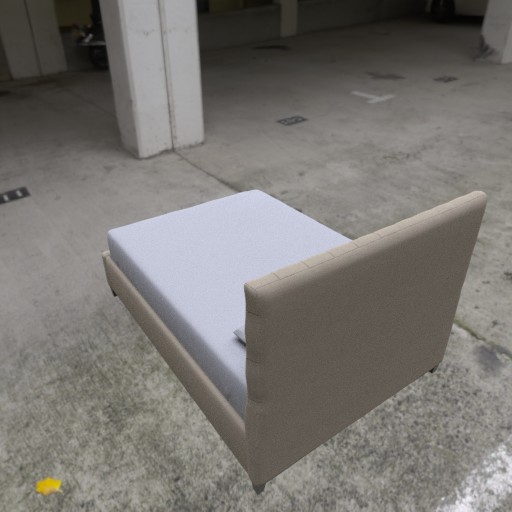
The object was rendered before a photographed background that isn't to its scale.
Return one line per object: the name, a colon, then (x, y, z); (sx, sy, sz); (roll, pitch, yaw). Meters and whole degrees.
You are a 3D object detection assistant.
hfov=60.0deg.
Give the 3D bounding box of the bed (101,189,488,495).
bed: (0.000, 0.000, 3.344); (1.698, 1.427, 2.387); (-20, 37, -30)
